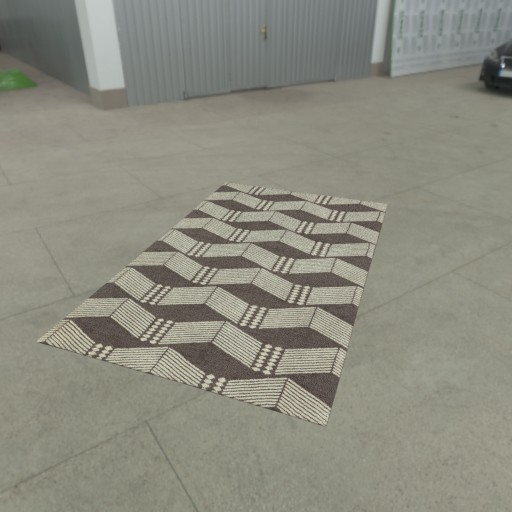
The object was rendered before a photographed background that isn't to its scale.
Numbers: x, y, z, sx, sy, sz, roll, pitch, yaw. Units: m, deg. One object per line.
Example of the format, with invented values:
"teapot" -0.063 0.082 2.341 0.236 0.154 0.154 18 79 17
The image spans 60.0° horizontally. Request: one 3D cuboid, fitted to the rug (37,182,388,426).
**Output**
"rug" 0.000 0.000 3.047 1.517 0.011 2.435 10 32 17
